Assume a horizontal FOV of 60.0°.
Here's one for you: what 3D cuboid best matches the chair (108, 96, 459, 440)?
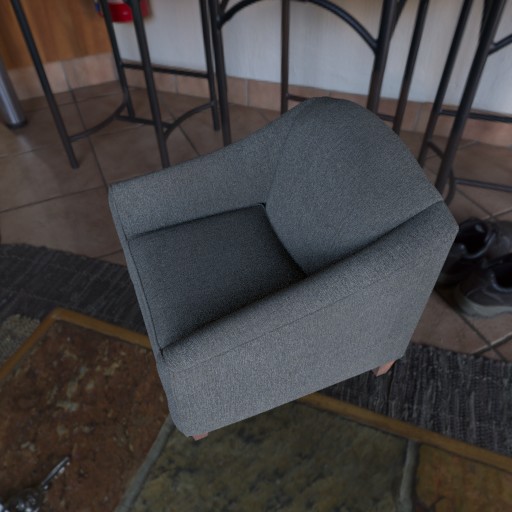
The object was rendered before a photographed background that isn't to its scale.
[{"bbox_3d":[0.000,0.000,1.429,0.787,0.839,0.763,-17,48,-16],"label":"chair"}]
